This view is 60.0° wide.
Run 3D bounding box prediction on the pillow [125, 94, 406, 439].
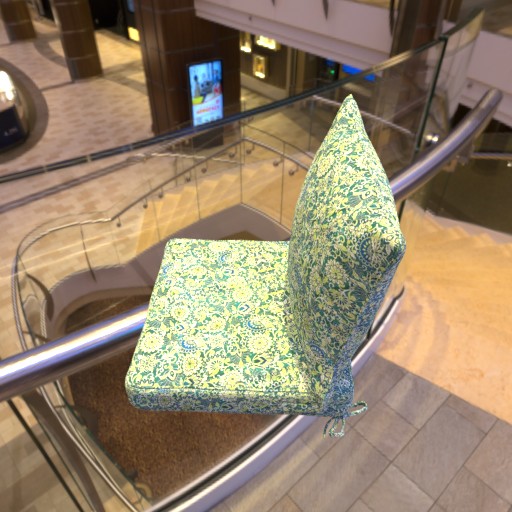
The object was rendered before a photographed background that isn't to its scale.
[{"bbox_3d":[0.000,0.000,1.349,0.740,0.722,0.798,1,41,2],"label":"pillow"}]
